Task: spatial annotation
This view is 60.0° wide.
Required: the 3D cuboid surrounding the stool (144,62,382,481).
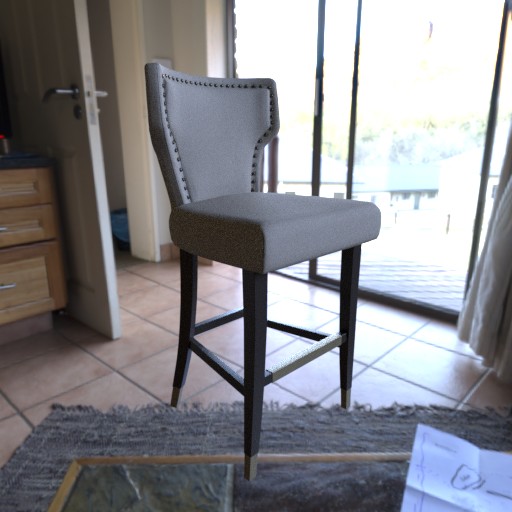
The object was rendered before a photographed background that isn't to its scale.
[{"bbox_3d":[0.000,0.000,1.369,0.563,1.092,0.526,15,21,43],"label":"stool"}]
